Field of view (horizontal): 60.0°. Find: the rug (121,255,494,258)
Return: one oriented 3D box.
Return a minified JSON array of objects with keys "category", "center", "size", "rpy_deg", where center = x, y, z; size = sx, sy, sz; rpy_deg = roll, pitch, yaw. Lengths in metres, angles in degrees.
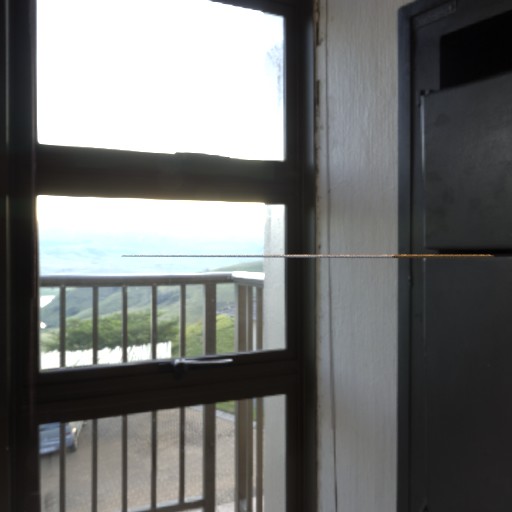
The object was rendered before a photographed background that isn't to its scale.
[{"category":"rug","center":[0.000,0.000,2.399],"size":[0.662,0.011,2.196],"rpy_deg":[0,0,-38]}]
